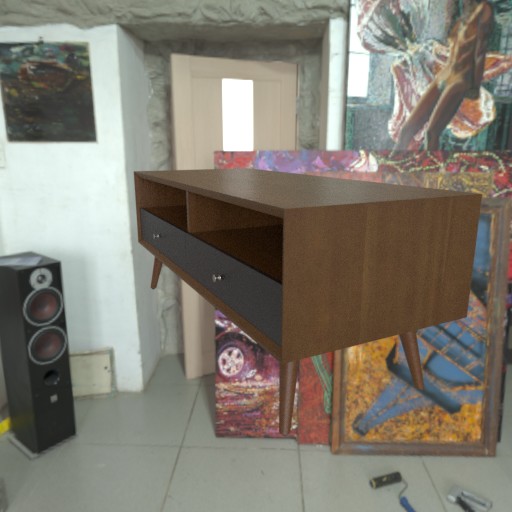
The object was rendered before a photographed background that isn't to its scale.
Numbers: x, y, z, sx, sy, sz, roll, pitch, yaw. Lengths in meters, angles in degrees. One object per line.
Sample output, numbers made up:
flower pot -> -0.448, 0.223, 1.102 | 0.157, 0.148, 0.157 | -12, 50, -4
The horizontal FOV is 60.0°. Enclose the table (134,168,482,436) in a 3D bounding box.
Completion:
table -> 0.000, 0.000, 1.358 | 0.490, 0.464, 1.119 | -7, 16, -26
